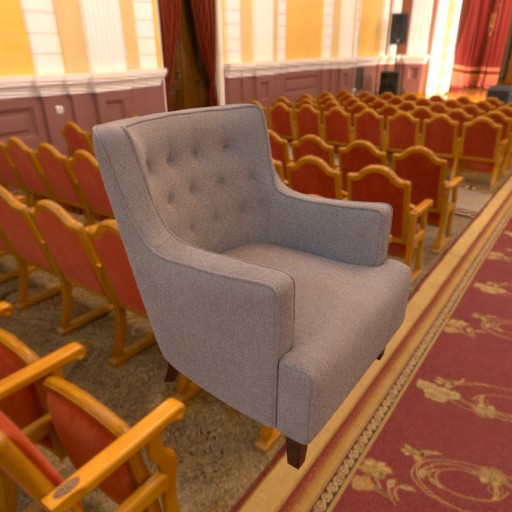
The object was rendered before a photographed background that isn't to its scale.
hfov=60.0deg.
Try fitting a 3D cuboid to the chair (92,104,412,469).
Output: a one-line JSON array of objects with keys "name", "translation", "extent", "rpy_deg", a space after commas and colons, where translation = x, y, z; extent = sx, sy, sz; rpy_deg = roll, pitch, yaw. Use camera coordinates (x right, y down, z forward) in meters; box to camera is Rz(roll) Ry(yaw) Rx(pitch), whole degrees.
[{"name": "chair", "translation": [0.000, 0.000, 1.553], "extent": [0.910, 0.919, 0.781], "rpy_deg": [18, 31, 32]}]
